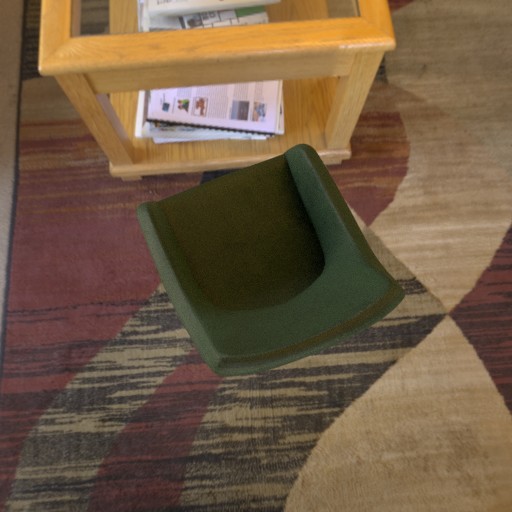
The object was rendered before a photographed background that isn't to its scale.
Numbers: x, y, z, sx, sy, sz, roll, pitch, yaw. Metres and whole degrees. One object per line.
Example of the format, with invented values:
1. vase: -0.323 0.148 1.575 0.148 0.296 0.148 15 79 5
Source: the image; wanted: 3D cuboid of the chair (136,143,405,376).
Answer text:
1. chair: 0.000 0.000 1.618 0.683 1.081 0.794 -22 76 -6
